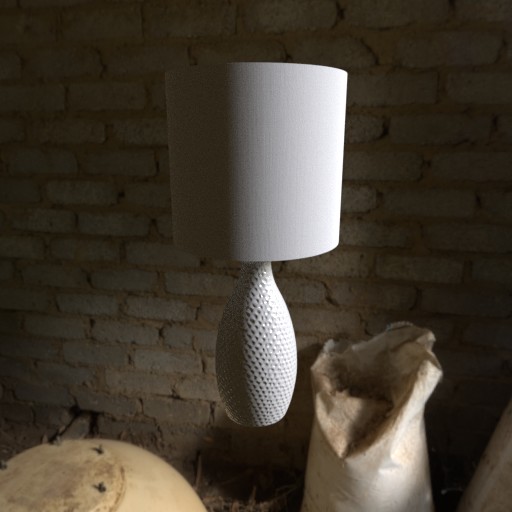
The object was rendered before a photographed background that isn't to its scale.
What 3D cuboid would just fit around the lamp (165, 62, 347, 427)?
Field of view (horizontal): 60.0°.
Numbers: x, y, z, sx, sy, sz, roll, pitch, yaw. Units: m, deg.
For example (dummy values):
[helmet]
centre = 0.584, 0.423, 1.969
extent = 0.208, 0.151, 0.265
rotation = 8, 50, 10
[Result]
[lamp]
centre = 0.000, 0.000, 0.593
extent = 0.214, 0.466, 0.214
rotation = -8, 18, -26
